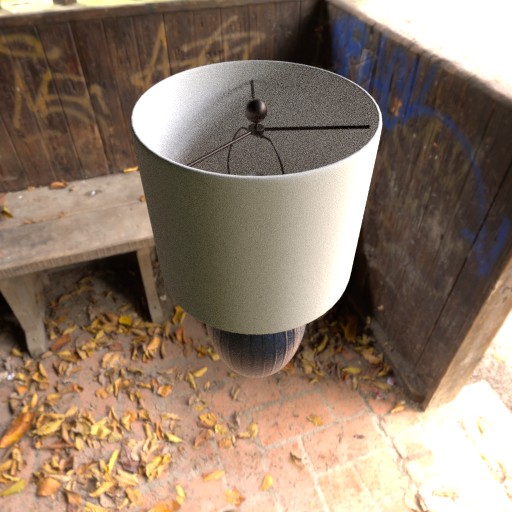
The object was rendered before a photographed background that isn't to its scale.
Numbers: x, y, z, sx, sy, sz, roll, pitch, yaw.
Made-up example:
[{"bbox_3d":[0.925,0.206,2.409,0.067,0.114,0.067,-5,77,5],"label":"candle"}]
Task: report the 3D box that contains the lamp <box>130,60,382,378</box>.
[{"bbox_3d":[0.000,0.000,0.777,0.329,0.570,0.329,33,53,29],"label":"lamp"}]
